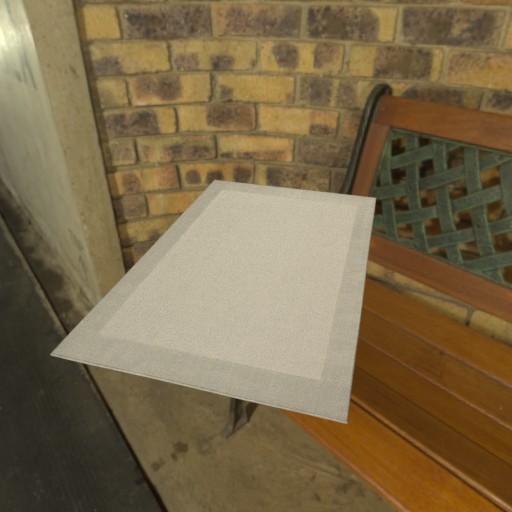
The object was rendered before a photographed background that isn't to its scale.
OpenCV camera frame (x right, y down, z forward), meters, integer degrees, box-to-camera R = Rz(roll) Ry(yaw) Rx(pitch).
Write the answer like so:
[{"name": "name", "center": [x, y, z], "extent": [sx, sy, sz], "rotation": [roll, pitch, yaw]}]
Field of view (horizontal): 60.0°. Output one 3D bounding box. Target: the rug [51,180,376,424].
[{"name": "rug", "center": [0.000, 0.000, 3.106], "extent": [1.524, 0.014, 2.438], "rotation": [9, 33, 13]}]
